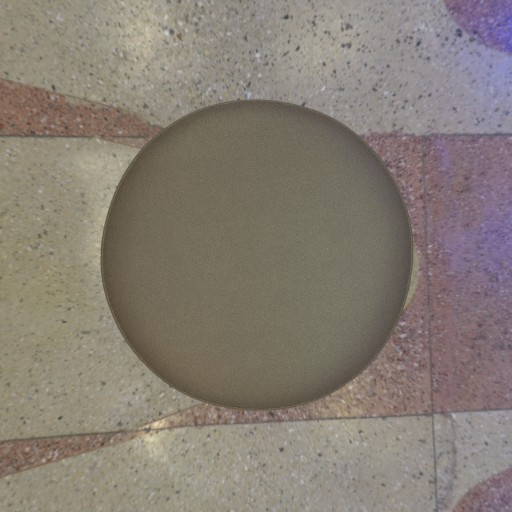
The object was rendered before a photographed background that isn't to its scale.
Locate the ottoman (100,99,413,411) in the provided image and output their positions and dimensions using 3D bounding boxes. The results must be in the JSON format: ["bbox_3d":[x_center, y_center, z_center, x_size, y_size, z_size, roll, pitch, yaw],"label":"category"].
[{"bbox_3d":[0.000,0.000,0.866,0.500,0.409,0.500,0,89,-1],"label":"ottoman"}]
